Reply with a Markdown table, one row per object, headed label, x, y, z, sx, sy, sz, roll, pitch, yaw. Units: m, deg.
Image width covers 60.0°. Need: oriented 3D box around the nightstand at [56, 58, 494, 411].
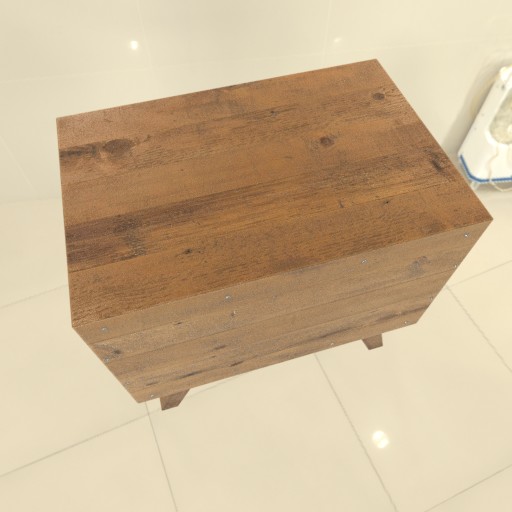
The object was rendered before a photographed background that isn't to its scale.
| label | x | y | z | sx | sy | sz | roll | pitch | yaw |
| --- | --- | --- | --- | --- | --- | --- | --- | --- | --- |
| nightstand | 0.000 | 0.000 | 1.015 | 0.650 | 0.599 | 0.450 | -14 | 58 | -9 |
